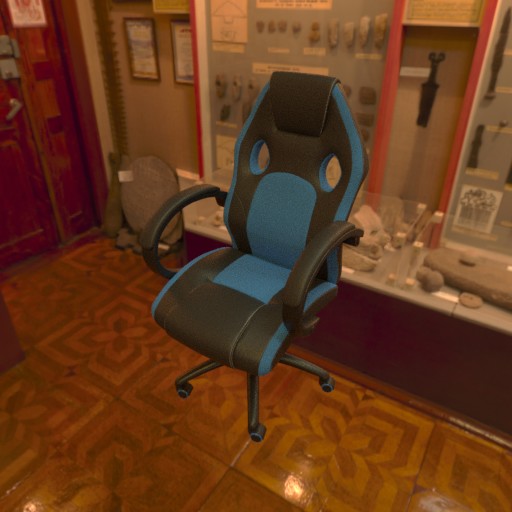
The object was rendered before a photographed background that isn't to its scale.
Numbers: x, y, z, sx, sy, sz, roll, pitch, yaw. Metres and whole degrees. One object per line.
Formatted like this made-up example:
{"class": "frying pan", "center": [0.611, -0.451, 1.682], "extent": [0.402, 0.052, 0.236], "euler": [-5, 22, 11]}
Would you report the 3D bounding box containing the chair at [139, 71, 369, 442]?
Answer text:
{"class": "chair", "center": [0.000, 0.000, 1.642], "extent": [0.673, 1.187, 0.724], "euler": [19, 36, 29]}
